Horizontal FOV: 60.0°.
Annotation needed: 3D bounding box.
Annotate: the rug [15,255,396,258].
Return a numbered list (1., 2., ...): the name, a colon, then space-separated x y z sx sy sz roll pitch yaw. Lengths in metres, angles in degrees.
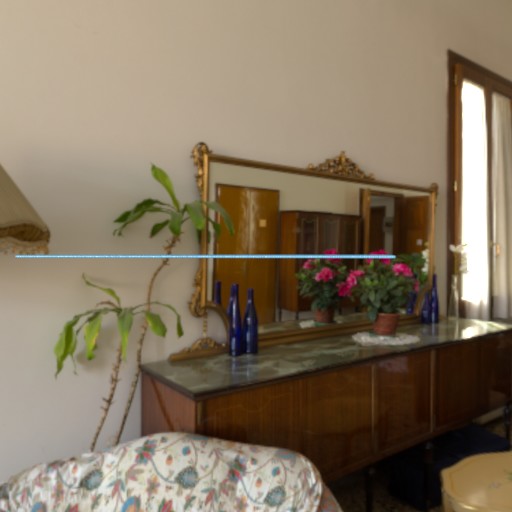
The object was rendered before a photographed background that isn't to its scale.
1. rug: 0.000 0.000 3.905 2.350 0.018 2.964 0 0 17
